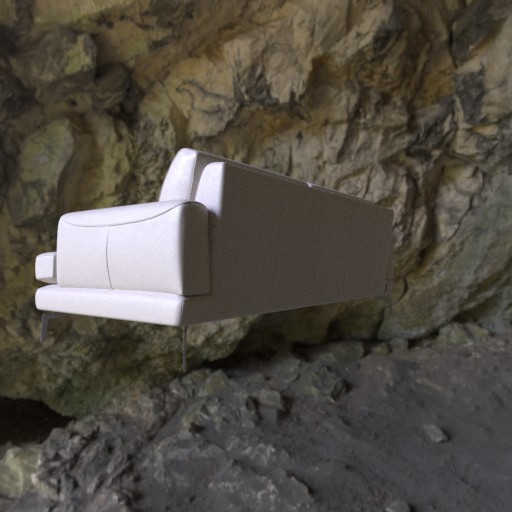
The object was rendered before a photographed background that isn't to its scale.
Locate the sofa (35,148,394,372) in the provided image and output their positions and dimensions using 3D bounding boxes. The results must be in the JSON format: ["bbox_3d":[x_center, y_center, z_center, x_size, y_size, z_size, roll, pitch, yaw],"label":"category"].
[{"bbox_3d":[0.000,0.000,2.401,0.974,0.765,1.940,-1,-1,37],"label":"sofa"}]
